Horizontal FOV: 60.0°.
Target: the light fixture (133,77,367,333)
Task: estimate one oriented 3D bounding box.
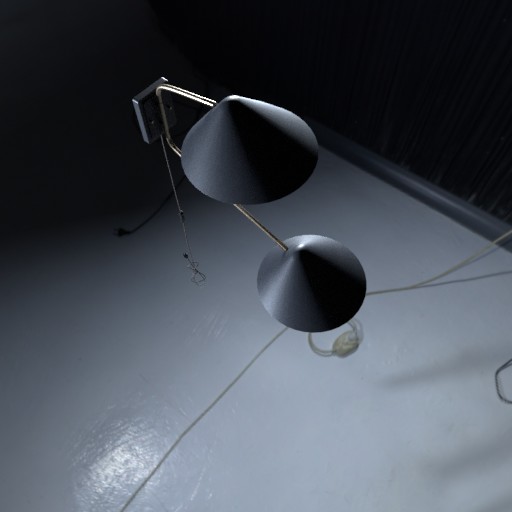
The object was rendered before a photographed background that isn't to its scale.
[{"bbox_3d":[0.000,0.000,0.822,0.422,0.665,0.189,34,64,18],"label":"light fixture"}]
